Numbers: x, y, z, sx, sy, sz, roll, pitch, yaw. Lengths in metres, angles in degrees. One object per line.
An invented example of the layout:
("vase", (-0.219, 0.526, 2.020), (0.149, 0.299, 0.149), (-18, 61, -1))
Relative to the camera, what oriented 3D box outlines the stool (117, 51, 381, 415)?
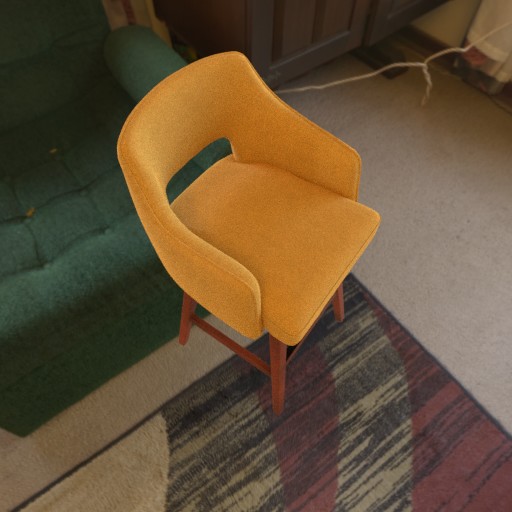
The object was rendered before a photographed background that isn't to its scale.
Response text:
("stool", (0.000, 0.000, 1.361), (0.558, 1.012, 0.548), (31, 62, 19))
